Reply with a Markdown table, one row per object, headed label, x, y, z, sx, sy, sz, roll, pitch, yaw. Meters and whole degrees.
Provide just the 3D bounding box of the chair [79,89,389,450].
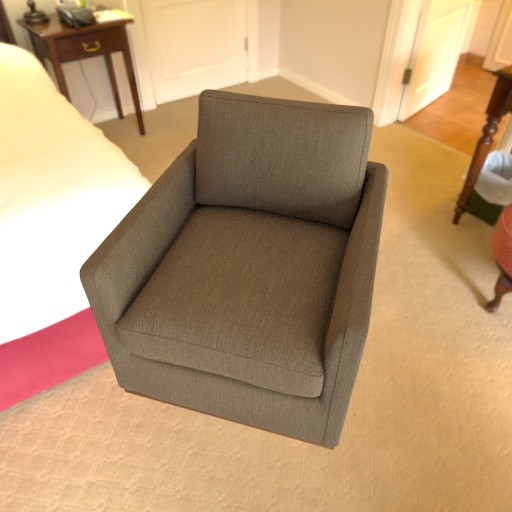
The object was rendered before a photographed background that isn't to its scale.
| label | x | y | z | sx | sy | sz | roll | pitch | yaw |
| --- | --- | --- | --- | --- | --- | --- | --- | --- | --- |
| chair | 0.000 | 0.000 | 1.481 | 0.763 | 0.811 | 0.834 | 11 | 43 | 12 |
